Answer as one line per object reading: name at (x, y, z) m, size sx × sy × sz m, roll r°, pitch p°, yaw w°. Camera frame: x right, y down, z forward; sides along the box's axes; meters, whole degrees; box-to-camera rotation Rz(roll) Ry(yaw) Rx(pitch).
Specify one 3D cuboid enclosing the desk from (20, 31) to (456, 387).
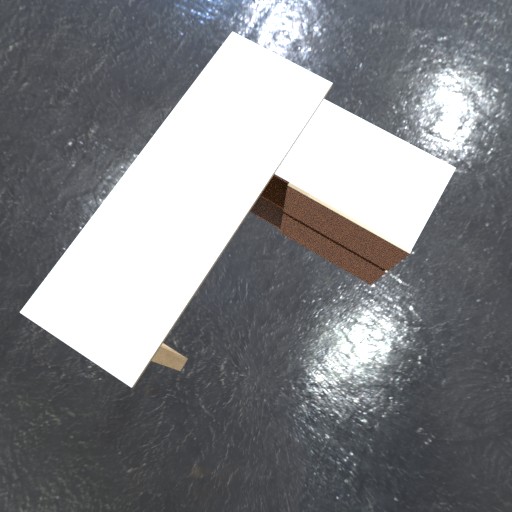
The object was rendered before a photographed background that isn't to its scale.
desk at (0.000, 0.000, 2.010) m, size 1.098 × 0.755 × 1.404 m, roll 31°, pitch 77°, yaw 8°
